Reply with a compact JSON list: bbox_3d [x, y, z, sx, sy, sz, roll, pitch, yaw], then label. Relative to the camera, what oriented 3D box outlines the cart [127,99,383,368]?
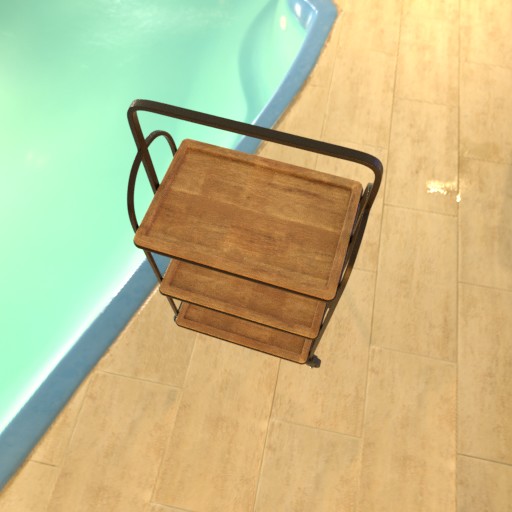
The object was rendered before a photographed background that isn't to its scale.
[{"bbox_3d":[0.000,0.000,1.231,0.553,1.001,0.327,16,65,8],"label":"cart"}]
